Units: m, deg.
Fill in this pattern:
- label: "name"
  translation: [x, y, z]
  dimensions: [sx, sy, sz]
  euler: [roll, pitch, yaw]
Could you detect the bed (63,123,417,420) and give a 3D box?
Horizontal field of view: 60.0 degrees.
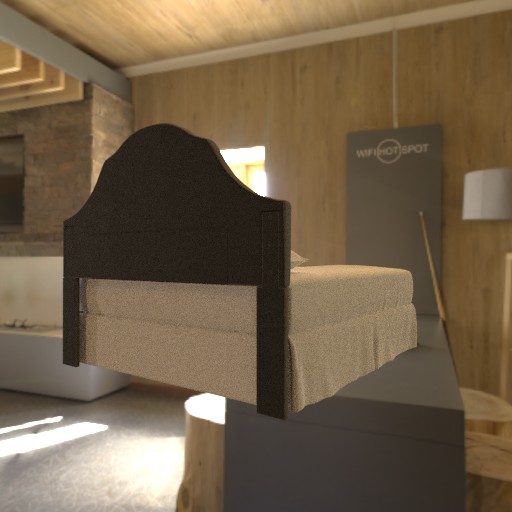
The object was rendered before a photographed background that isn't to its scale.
- label: "bed"
  translation: [0.000, 0.000, 3.622]
  dimensions: [2.008, 1.615, 2.214]
  euler: [0, 0, 36]
